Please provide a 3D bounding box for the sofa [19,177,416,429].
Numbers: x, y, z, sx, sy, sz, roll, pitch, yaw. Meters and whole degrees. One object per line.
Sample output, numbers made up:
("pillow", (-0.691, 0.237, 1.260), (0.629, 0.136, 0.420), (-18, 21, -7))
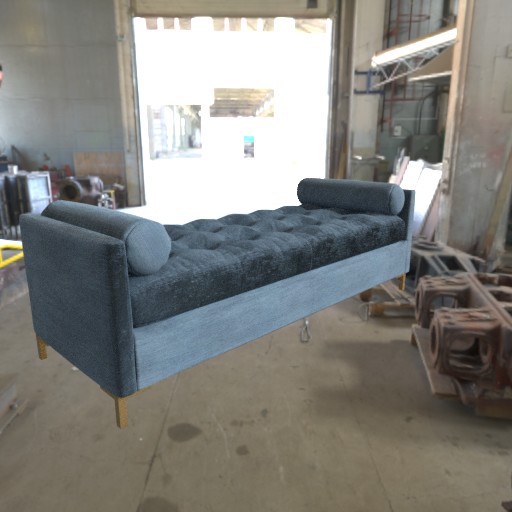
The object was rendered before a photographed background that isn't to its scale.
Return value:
("sofa", (0.000, 0.000, 2.384), (0.796, 0.705, 2.102), (14, 20, 43))
